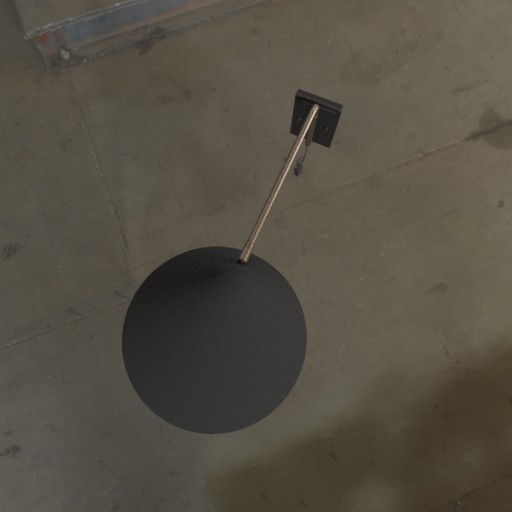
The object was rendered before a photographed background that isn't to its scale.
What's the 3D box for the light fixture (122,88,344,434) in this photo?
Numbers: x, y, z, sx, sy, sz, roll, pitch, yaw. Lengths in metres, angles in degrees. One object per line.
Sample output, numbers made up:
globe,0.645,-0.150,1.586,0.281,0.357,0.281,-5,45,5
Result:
light fixture,0.000,0.000,0.685,0.240,0.312,0.516,22,77,6
